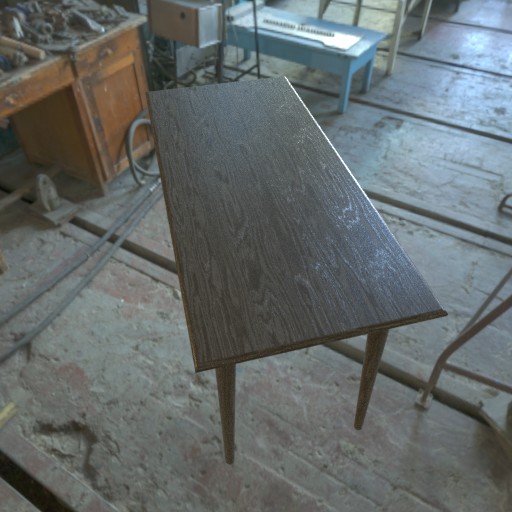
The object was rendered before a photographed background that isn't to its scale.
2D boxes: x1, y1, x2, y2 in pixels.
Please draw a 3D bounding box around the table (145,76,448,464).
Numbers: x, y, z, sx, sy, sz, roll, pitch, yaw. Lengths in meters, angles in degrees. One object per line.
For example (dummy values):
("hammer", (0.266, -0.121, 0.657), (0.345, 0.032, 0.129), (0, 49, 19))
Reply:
("table", (0.000, 0.000, 1.701), (0.599, 0.780, 1.300), (-10, 47, -10))
